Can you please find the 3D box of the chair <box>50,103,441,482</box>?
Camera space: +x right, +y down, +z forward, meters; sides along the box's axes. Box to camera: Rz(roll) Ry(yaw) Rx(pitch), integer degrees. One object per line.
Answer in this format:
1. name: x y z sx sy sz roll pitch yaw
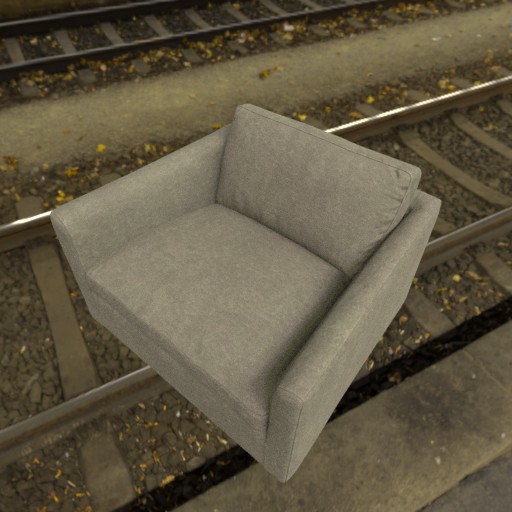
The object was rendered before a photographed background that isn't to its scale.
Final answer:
1. chair: 0.000 0.000 1.855 1.190 0.845 1.091 31 53 27
